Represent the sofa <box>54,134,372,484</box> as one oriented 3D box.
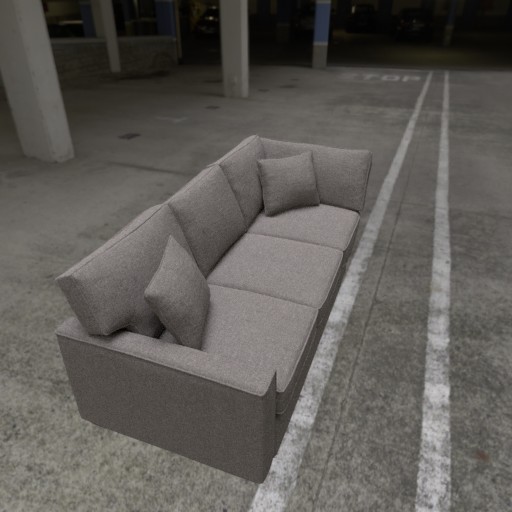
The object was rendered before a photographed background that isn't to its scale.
[{"bbox_3d":[0.000,0.000,2.793,1.061,0.962,2.317,11,33,18],"label":"sofa"}]
